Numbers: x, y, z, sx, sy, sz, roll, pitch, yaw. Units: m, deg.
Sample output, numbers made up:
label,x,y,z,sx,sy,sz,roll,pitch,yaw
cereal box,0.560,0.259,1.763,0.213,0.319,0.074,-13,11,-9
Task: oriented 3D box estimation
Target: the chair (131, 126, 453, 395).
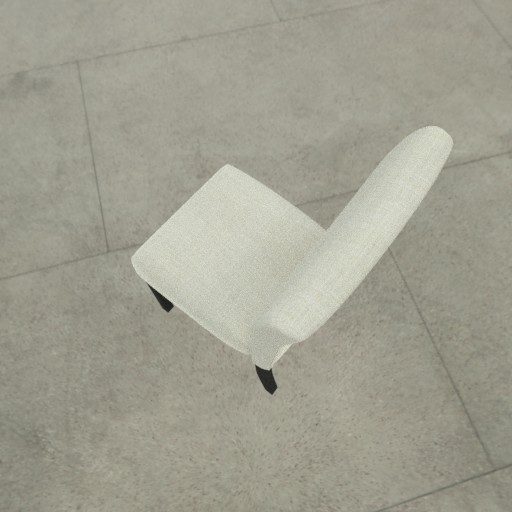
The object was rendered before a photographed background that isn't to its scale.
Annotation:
label,x,y,z,sx,sy,sz,roll,pitch,yaw
chair,0.000,0.000,1.223,0.597,0.921,0.509,35,69,16
